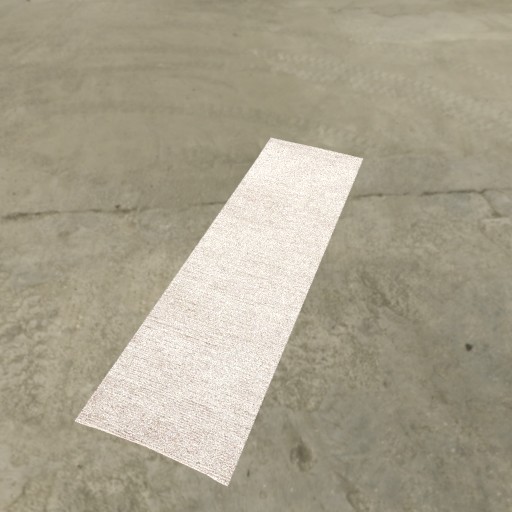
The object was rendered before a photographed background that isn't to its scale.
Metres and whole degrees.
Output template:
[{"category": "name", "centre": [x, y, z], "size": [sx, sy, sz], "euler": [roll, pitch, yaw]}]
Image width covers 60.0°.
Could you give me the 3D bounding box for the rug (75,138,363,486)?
[{"category": "rug", "centre": [0.000, 0.000, 2.530], "size": [0.712, 0.013, 2.346], "euler": [17, 50, 15]}]
